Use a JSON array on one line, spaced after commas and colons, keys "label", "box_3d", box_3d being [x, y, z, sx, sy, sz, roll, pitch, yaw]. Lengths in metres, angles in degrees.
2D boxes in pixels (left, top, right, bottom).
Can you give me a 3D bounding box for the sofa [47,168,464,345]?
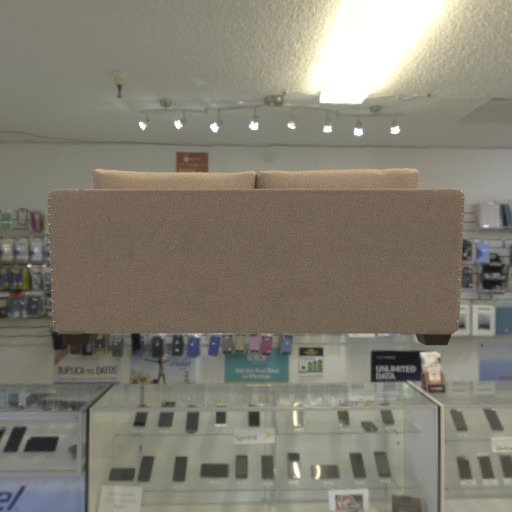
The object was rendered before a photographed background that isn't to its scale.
[{"label": "sofa", "box_3d": [0.000, 0.000, 2.588, 1.967, 0.901, 1.030, 0, -1, 0]}]
